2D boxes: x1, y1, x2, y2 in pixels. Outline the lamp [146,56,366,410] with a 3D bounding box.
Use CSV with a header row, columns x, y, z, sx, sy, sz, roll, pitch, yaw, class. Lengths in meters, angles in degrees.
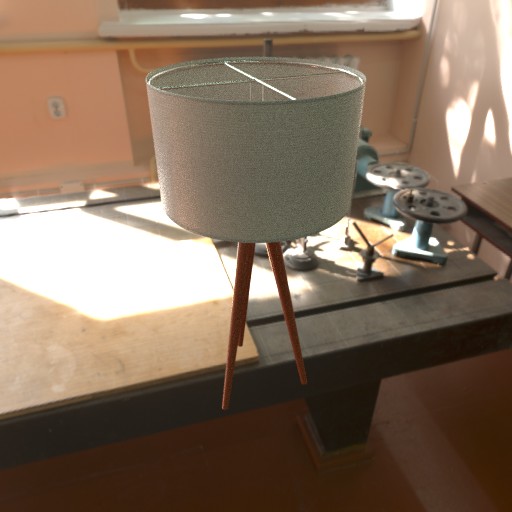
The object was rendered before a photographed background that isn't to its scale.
x,y,z,sx,sy,sz,roll,pitch,yaw,class
0.000,0.000,0.919,0.354,0.709,0.355,10,34,15,lamp
